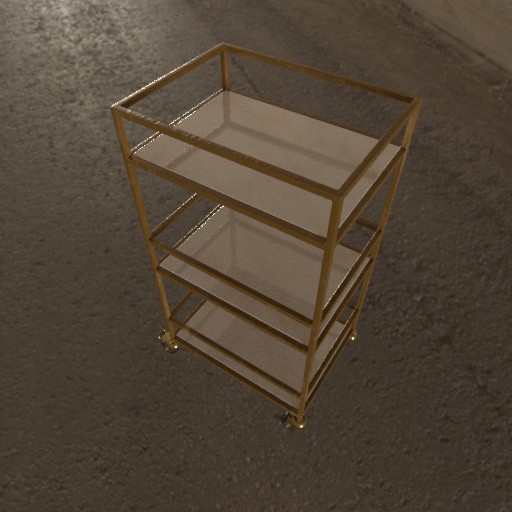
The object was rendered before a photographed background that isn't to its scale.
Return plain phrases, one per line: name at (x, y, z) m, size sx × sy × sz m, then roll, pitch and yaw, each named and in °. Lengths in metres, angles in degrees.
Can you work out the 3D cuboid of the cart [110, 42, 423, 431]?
cart at (0.000, 0.000, 1.003) m, size 0.483 × 0.761 × 0.332 m, roll 26°, pitch 52°, yaw 22°
